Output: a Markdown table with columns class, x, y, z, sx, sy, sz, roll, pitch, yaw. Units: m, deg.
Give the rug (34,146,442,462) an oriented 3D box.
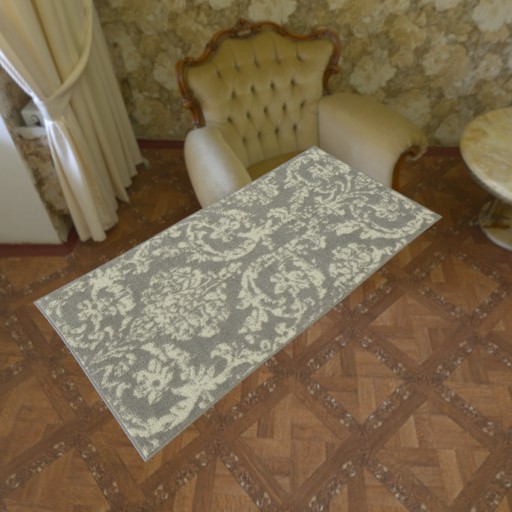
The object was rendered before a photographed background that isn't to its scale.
| class | x | y | z | sx | sy | sz | roll | pitch | yaw |
| --- | --- | --- | --- | --- | --- | --- | --- | --- | --- |
| rug | 0.000 | 0.000 | 1.425 | 1.219 | 0.007 | 0.604 | -34 | 55 | -27 |
